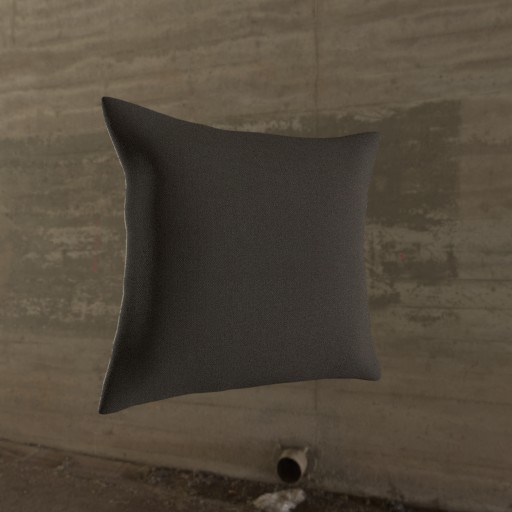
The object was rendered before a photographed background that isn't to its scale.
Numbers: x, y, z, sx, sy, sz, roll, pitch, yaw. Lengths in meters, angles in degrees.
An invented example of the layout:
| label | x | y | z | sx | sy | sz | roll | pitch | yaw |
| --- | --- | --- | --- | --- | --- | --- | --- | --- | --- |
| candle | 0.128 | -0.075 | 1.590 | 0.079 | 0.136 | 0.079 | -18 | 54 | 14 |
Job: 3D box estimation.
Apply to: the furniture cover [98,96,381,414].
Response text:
| label | x | y | z | sx | sy | sz | roll | pitch | yaw |
| --- | --- | --- | --- | --- | --- | --- | --- | --- | --- |
| furniture cover | 0.000 | 0.000 | 0.783 | 0.525 | 0.498 | 0.180 | 0 | 0 | -20 |
